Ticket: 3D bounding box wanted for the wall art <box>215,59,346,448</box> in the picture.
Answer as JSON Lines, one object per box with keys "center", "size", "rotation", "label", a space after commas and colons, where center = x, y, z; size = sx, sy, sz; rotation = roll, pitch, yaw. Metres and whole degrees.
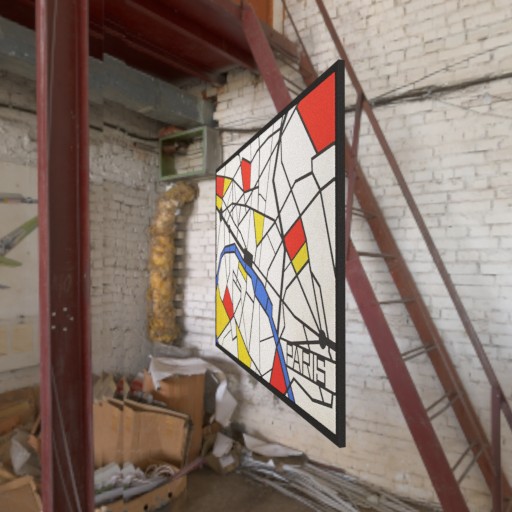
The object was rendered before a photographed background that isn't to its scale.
{"center": [0.000, 0.000, 1.218], "size": [0.013, 0.665, 0.963], "rotation": [0, -1, -18], "label": "wall art"}
